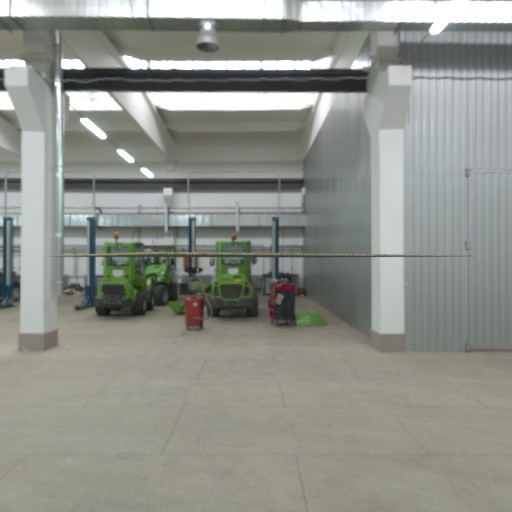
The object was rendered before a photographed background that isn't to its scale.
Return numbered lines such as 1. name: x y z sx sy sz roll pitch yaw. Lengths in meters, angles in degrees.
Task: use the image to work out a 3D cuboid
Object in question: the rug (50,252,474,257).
1. rug: 0.000 0.000 4.074 3.034 0.012 2.471 0 -1 -36
